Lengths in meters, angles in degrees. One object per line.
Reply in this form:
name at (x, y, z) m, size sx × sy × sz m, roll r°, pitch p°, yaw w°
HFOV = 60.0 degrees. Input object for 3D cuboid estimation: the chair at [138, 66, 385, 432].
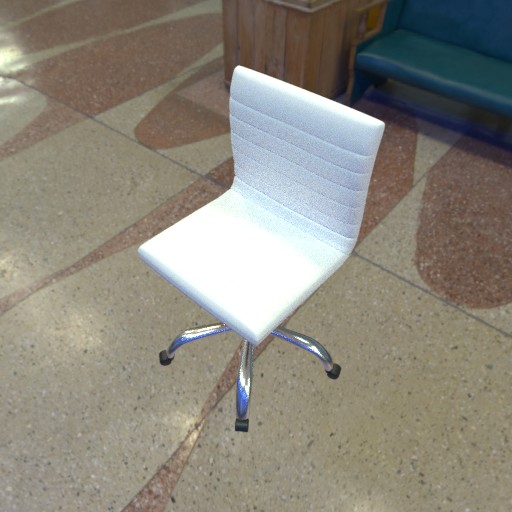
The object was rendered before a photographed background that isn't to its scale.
chair at (0.000, 0.000, 1.138) m, size 0.556 × 0.780 × 0.530 m, roll 33°, pitch 55°, yaw 27°
